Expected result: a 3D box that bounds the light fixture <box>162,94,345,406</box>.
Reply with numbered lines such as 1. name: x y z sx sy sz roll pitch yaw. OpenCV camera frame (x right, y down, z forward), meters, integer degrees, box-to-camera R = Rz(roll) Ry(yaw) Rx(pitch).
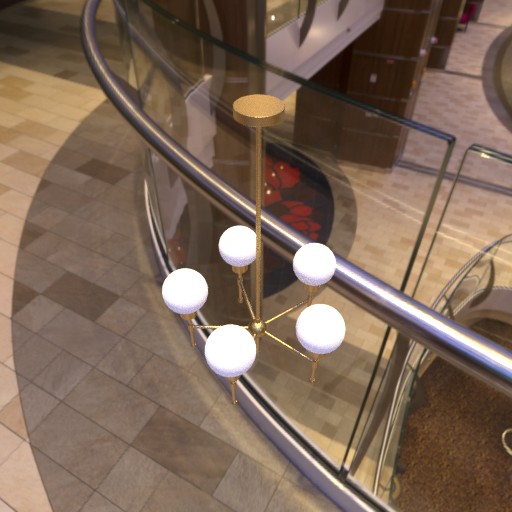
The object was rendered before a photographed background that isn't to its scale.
1. light fixture: 0.000 0.000 1.847 0.815 1.331 0.785 -11 44 -12
